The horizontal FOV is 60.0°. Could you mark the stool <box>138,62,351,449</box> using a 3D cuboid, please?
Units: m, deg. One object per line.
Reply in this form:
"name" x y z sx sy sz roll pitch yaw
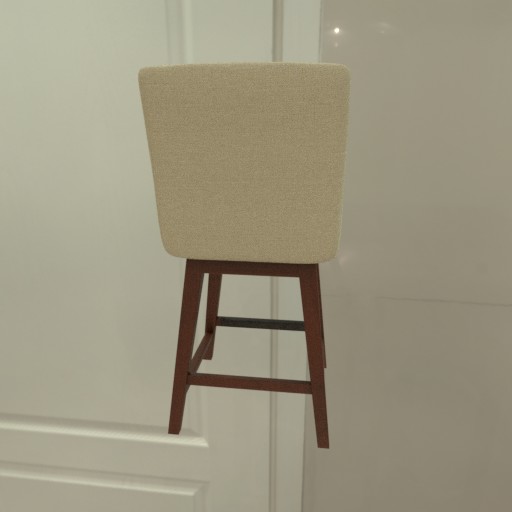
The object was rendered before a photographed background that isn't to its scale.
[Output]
"stool" 0.000 0.000 1.297 0.469 0.991 0.559 2 18 7
